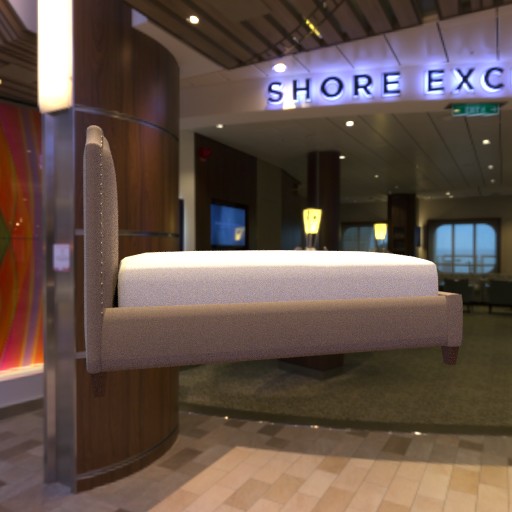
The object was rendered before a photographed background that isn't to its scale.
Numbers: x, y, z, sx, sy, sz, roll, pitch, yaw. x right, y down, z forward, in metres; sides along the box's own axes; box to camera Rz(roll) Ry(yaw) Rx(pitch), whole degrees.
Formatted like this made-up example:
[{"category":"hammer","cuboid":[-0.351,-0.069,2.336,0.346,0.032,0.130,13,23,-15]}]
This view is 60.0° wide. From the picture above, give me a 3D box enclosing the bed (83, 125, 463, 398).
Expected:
[{"category":"bed","cuboid":[0.000,0.000,3.395,2.372,1.443,1.713,0,1,-17]}]
